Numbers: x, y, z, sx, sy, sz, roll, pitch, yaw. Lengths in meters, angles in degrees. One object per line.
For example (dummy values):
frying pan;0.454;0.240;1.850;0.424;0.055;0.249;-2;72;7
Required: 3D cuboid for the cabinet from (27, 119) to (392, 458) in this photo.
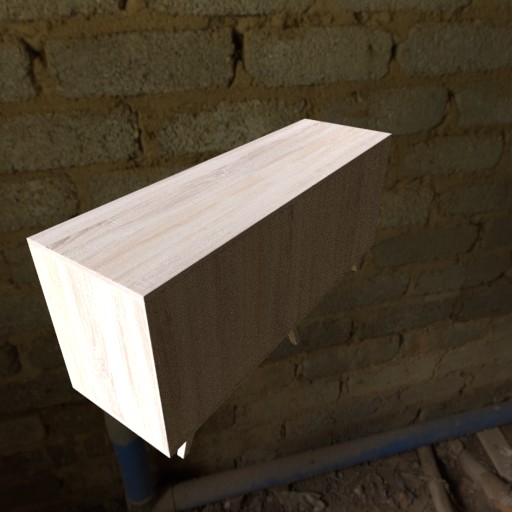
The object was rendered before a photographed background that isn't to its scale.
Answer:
cabinet;0.000;0.000;1.968;0.500;0.780;1.650;20;37;29
